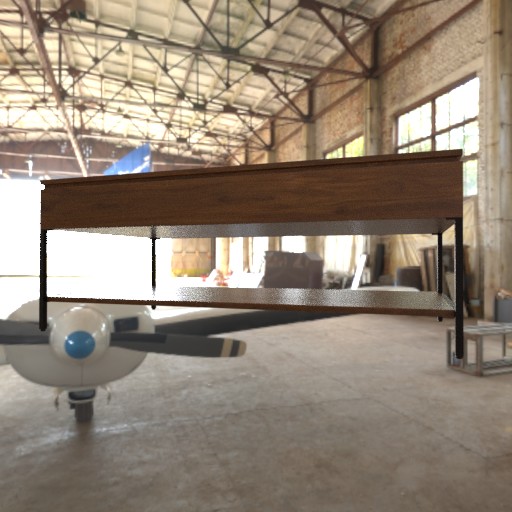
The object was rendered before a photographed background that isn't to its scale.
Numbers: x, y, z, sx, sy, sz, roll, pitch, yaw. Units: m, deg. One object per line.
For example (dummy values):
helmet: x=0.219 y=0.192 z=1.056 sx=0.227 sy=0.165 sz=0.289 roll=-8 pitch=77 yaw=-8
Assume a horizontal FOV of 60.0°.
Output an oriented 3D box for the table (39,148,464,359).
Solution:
table: x=0.000 y=0.000 z=1.312 sx=1.057 sy=0.414 sz=0.574 roll=0 pitch=-1 yaw=19
